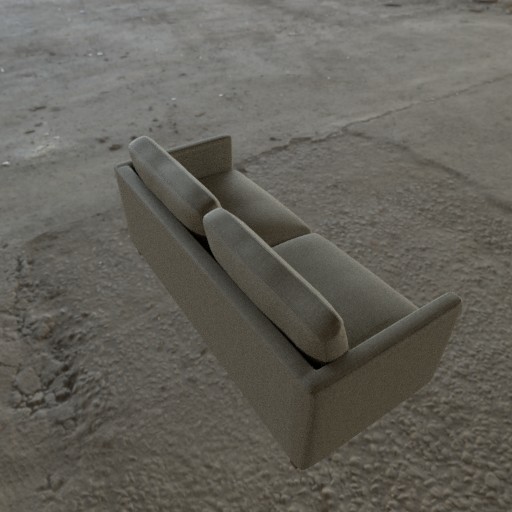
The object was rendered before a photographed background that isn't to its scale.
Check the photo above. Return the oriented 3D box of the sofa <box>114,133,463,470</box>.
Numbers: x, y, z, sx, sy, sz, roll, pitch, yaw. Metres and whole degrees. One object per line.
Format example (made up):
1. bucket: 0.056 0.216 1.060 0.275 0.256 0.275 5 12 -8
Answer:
1. sofa: 0.000 0.000 2.734 0.956 0.960 2.208 -23 45 -25
